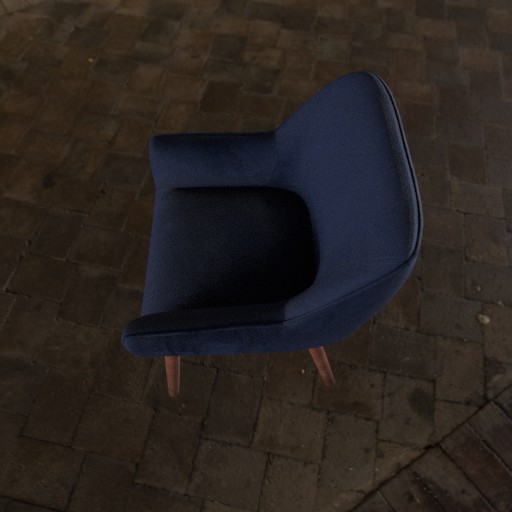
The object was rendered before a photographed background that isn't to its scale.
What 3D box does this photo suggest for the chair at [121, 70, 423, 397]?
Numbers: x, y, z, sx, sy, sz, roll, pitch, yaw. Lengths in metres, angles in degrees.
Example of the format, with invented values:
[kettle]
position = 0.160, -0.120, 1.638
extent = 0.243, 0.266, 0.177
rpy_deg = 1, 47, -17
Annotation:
[chair]
position = 0.000, 0.000, 1.206
extent = 0.600, 0.820, 0.600
rpy_deg = -1, 59, -1
